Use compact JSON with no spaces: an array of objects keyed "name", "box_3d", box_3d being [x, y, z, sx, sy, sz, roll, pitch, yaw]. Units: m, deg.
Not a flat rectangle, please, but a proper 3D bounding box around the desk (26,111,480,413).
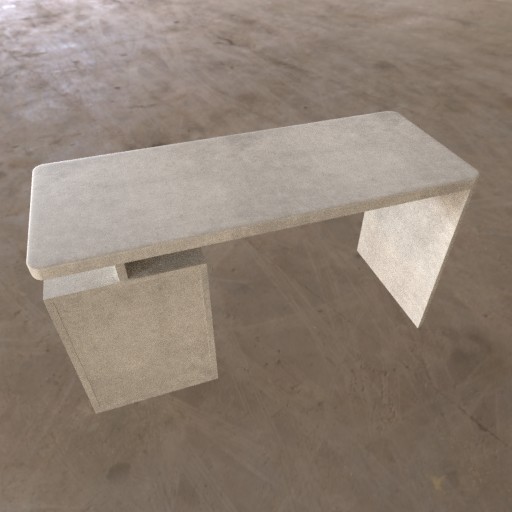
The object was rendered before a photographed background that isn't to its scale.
[{"name":"desk","box_3d":[0.000,0.000,1.715,1.400,0.755,0.550,-13,43,-14]}]
